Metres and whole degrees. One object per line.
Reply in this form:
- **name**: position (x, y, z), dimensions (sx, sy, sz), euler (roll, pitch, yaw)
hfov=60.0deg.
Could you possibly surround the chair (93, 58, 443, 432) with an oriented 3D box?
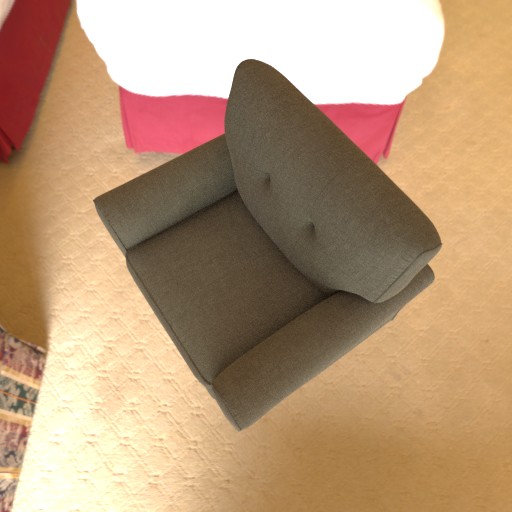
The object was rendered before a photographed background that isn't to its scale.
- **chair**: position (0.000, 0.000, 1.606), dimensions (0.816, 0.890, 0.941), euler (-32, 68, -15)
